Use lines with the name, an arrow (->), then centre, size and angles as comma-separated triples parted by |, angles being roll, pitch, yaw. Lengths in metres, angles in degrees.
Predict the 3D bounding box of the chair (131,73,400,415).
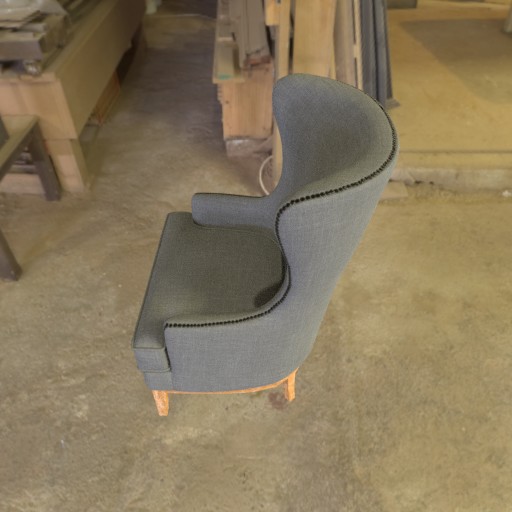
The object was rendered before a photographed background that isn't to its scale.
chair -> 0.000, 0.000, 1.799 | 0.883, 1.176, 0.864 | 1, 43, 1
